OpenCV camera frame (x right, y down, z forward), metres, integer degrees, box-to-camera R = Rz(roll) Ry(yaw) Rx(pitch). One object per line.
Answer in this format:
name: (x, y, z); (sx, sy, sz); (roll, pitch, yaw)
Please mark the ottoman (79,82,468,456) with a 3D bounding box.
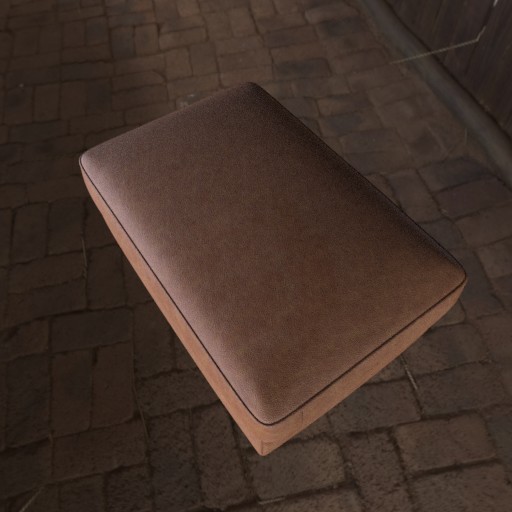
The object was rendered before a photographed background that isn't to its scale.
ottoman: (0.000, 0.000, 1.203); (0.584, 0.483, 0.864); (-31, 62, -18)
